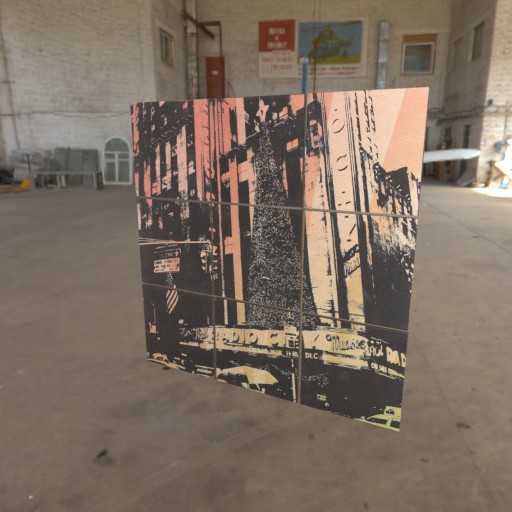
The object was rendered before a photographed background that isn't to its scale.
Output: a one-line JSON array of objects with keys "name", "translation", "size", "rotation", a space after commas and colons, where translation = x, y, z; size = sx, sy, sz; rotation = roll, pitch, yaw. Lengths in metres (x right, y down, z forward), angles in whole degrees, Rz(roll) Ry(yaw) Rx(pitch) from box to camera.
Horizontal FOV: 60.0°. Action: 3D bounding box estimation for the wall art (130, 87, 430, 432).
[{"name": "wall art", "translation": [0.000, 0.000, 1.787], "size": [1.216, 1.216, 0.013], "rotation": [7, 16, 27]}]
